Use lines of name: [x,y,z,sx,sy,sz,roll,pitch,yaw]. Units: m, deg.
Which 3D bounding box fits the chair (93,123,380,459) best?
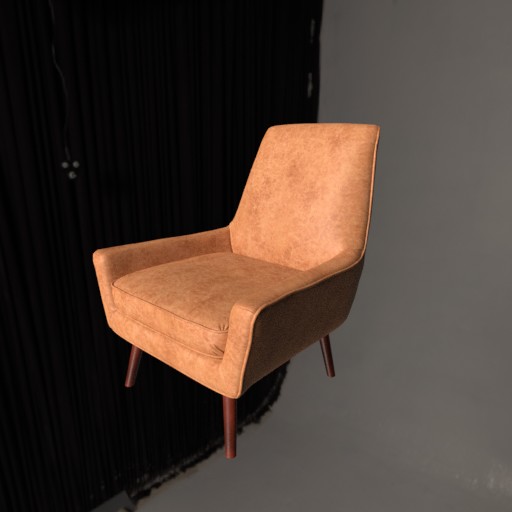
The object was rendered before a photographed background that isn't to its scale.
chair: [0.000,0.000,1.526,0.753,0.883,0.851,14,21,41]
